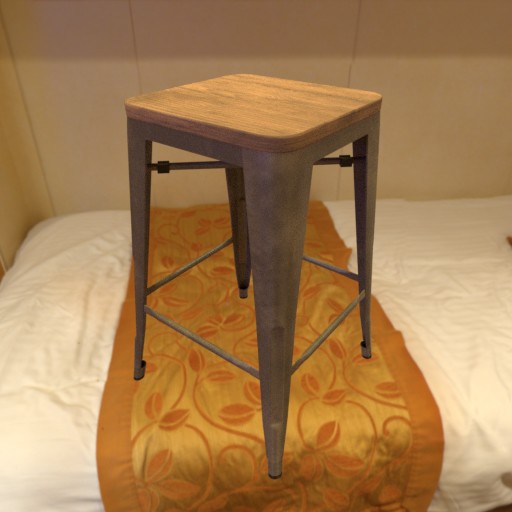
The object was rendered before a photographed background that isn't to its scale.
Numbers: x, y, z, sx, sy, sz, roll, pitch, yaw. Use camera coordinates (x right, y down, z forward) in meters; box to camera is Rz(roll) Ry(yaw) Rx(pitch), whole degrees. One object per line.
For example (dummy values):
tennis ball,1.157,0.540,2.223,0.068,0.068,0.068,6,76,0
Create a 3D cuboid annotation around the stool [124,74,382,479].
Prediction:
stool,0.000,0.000,0.881,0.407,0.607,0.407,22,38,31
